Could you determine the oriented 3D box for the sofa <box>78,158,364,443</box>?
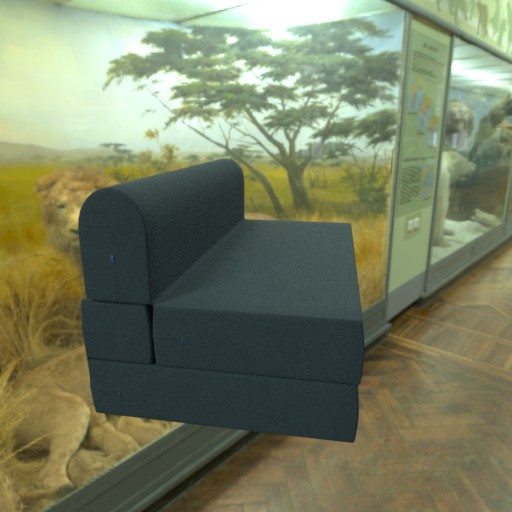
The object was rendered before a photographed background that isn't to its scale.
[{"bbox_3d":[0.000,0.000,1.705,0.762,0.660,1.219,3,16,10],"label":"sofa"}]
